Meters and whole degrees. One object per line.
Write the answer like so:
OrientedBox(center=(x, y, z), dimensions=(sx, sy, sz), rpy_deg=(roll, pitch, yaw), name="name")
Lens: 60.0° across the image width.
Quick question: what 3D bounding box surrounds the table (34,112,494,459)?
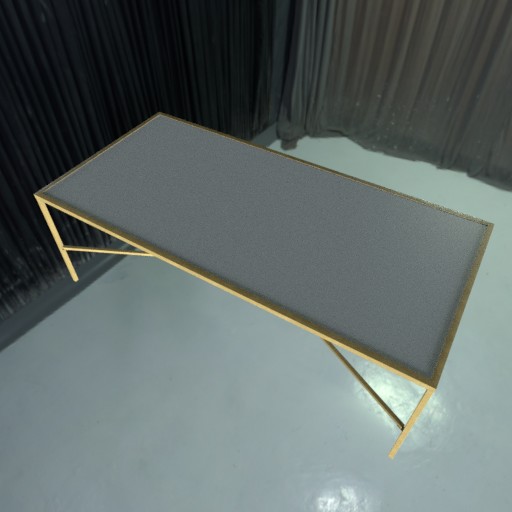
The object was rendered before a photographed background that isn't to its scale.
OrientedBox(center=(0.000, 0.000, 1.426), dimensions=(1.206, 0.398, 0.580), rpy_deg=(24, 51, 21), name="table")
